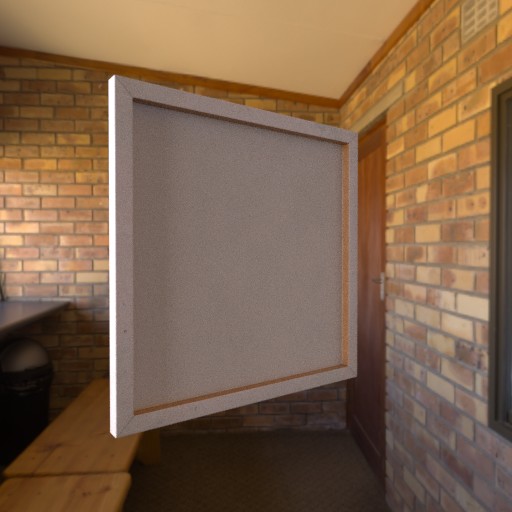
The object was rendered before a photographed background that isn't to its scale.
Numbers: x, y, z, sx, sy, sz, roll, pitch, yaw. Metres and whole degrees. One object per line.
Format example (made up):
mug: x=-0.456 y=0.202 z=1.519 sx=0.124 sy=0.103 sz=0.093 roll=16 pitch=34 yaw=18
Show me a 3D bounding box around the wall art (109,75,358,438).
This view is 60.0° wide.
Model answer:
wall art: x=0.000 y=0.000 z=1.169 sx=0.762 sy=0.762 sz=0.038 roll=-1 pitch=1 yaw=-37
